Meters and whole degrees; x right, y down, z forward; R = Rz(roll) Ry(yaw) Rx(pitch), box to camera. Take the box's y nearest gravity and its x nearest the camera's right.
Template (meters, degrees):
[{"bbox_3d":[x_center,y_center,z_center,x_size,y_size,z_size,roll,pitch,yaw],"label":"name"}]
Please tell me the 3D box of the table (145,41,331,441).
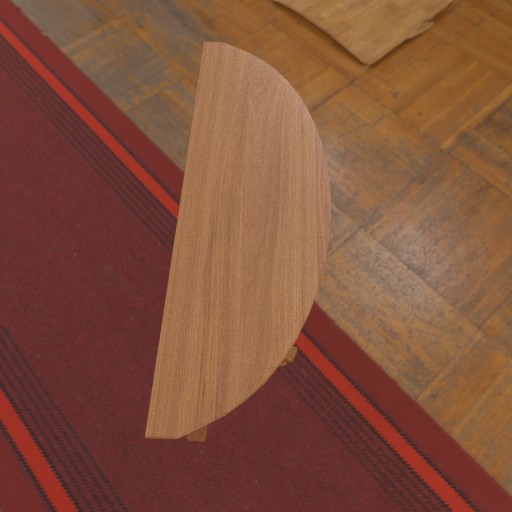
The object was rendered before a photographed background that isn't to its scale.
[{"bbox_3d":[0.000,0.000,1.475,0.394,0.692,1.198,2,63,1],"label":"table"}]
